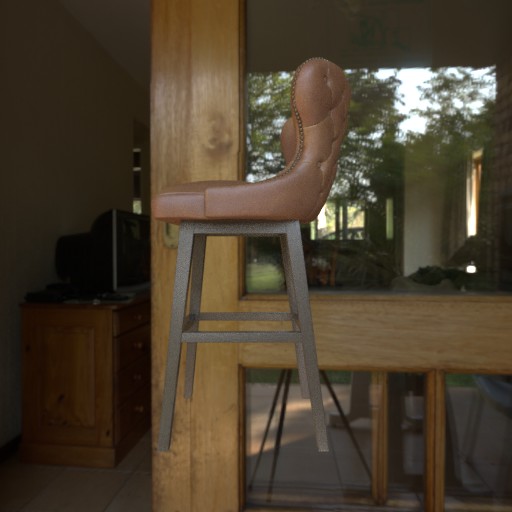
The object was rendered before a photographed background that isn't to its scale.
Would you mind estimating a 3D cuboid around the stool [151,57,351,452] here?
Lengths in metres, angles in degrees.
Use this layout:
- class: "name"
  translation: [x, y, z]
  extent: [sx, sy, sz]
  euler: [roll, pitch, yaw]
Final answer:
- class: "stool"
  translation: [0.000, 0.000, 1.461]
  extent: [0.606, 1.087, 0.591]
  euler: [0, 1, 0]
